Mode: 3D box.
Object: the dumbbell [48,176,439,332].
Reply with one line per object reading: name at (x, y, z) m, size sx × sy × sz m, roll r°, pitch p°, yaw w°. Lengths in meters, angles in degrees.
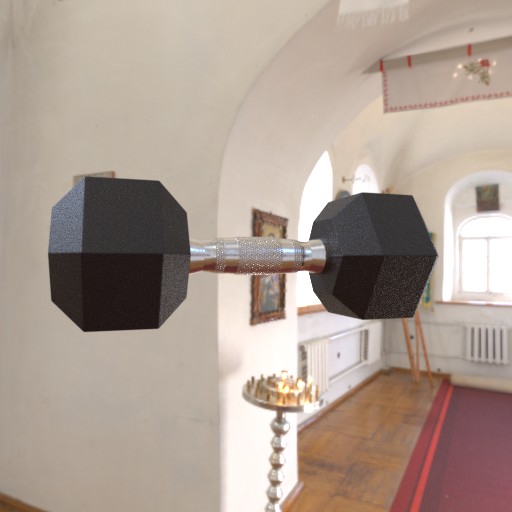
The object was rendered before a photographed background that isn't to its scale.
dumbbell at (0.000, 0.000, 0.428) m, size 0.356 × 0.123 × 0.141 m, roll 0°, pitch -1°, yaw -18°
